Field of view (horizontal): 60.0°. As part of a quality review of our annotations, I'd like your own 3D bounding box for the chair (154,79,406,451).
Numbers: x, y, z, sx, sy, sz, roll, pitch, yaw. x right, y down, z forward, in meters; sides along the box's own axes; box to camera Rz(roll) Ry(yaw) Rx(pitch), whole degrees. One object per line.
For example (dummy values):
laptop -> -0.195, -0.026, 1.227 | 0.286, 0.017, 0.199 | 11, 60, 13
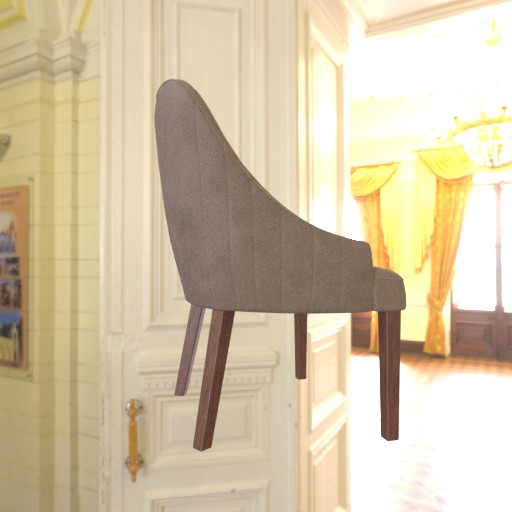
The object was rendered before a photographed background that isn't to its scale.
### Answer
chair -> 0.000, 0.000, 1.282 | 0.575, 0.889, 0.643 | 0, -1, -16
